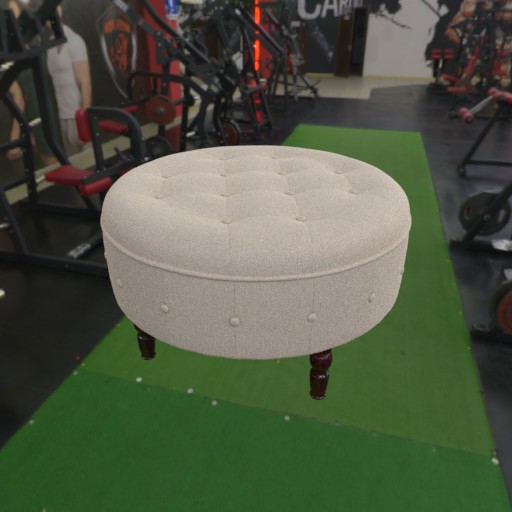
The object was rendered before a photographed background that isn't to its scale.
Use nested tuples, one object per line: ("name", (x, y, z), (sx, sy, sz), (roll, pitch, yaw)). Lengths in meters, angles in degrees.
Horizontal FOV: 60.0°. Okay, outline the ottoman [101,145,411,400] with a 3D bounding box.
("ottoman", (0.000, 0.000, 1.344), (0.848, 0.494, 0.848), (0, 28, 0))
